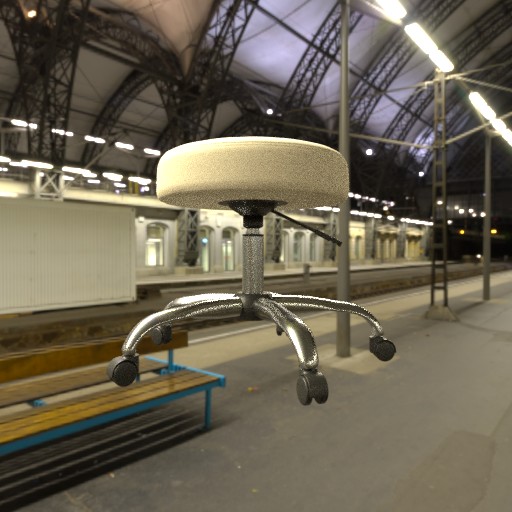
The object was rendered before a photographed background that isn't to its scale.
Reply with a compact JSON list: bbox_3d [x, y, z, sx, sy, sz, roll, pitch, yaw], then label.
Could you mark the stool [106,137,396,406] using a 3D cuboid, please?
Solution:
[{"bbox_3d":[0.000,0.000,1.048,0.634,0.482,0.614,0,1,17],"label":"stool"}]
